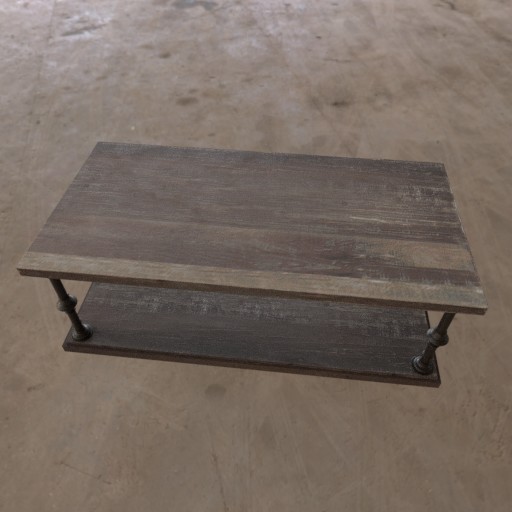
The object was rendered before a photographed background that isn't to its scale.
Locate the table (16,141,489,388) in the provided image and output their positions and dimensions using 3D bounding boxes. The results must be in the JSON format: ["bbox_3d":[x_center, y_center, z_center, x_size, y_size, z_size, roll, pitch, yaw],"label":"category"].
[{"bbox_3d":[0.000,0.000,1.338,1.088,0.373,0.554,5,47,4],"label":"table"}]
